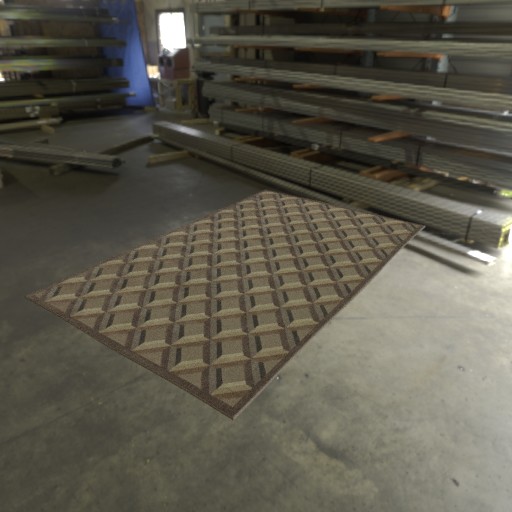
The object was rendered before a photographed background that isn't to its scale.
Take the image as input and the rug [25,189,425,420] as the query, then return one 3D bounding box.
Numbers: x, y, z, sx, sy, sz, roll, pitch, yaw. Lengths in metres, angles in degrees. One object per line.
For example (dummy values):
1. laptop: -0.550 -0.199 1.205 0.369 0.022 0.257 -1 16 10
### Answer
1. rug: 0.000 0.000 2.086 1.066 0.011 1.677 18 32 32
